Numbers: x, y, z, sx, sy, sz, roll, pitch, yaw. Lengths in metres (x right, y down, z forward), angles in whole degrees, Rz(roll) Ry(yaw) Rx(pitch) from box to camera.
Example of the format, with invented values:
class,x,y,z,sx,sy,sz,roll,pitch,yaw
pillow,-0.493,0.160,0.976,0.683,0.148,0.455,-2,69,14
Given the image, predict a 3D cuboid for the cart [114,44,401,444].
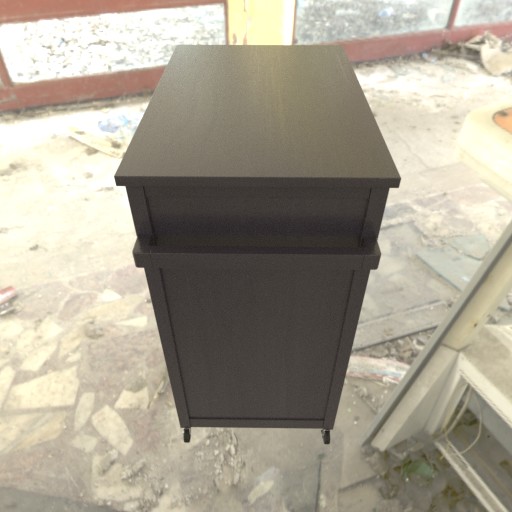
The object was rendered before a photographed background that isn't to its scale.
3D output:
class,x,y,z,sx,sy,sz,roll,pitch,yaw
cart,0.000,0.000,1.201,0.449,0.878,0.690,0,41,1
